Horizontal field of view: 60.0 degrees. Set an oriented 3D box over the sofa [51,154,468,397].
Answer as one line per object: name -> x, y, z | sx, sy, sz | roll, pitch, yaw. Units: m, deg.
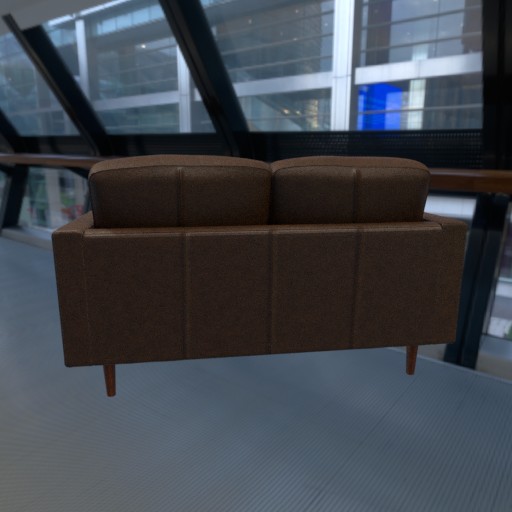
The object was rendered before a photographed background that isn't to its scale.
sofa -> 0.000, 0.000, 2.136 | 1.578, 0.951, 0.909 | -2, 13, -8
